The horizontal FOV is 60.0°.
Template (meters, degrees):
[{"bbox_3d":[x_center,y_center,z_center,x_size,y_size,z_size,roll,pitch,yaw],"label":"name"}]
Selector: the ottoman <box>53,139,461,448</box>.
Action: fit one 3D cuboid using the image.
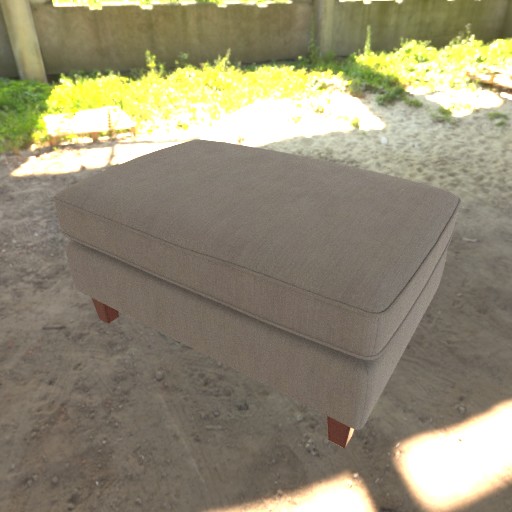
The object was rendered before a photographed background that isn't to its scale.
[{"bbox_3d":[0.000,0.000,1.273,0.941,0.480,0.636,19,36,28],"label":"ottoman"}]
